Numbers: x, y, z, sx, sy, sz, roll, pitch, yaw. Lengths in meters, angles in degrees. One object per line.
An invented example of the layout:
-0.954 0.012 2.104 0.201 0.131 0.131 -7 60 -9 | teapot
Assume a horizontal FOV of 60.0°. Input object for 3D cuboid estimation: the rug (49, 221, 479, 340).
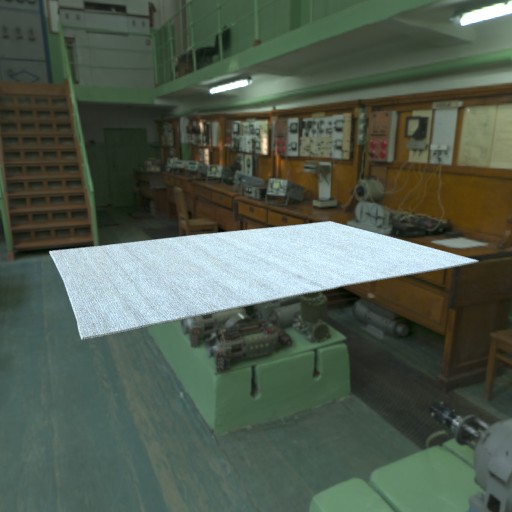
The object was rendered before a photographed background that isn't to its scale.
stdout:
0.000 0.000 2.225 1.820 0.022 1.179 -8 17 -27 | rug
